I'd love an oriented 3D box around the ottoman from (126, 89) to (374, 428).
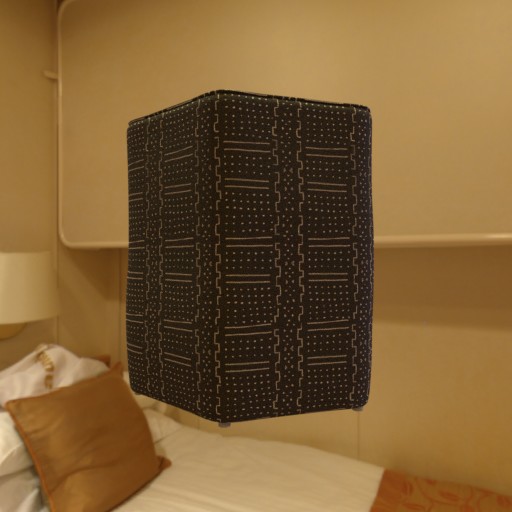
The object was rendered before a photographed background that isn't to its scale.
[{"bbox_3d":[0.000,0.000,0.877,0.494,0.502,0.443,0,0,-18],"label":"ottoman"}]
